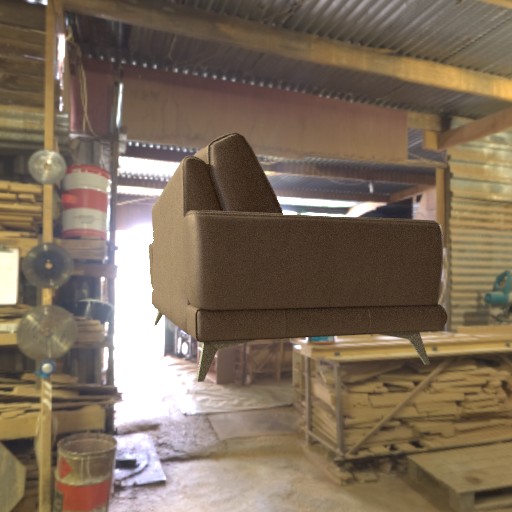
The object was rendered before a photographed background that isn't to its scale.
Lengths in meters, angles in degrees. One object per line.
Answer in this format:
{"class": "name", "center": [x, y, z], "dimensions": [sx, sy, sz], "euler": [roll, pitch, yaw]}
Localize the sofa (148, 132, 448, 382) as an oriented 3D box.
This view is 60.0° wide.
{"class": "sofa", "center": [0.000, 0.000, 2.404], "dimensions": [1.018, 0.907, 1.806], "euler": [1, -2, -18]}
